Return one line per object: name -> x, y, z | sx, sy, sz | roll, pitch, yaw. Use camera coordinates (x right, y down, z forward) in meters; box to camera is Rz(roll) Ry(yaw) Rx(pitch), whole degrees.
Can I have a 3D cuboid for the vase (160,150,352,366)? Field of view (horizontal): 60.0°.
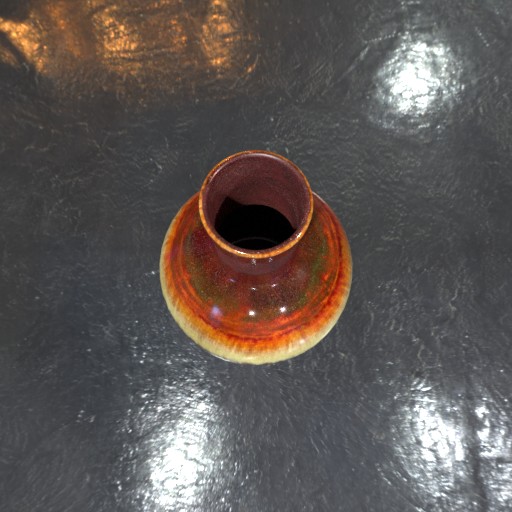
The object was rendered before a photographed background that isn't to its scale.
vase -> 0.000, 0.000, 0.232 | 0.111, 0.154, 0.111 | 0, 75, 0
